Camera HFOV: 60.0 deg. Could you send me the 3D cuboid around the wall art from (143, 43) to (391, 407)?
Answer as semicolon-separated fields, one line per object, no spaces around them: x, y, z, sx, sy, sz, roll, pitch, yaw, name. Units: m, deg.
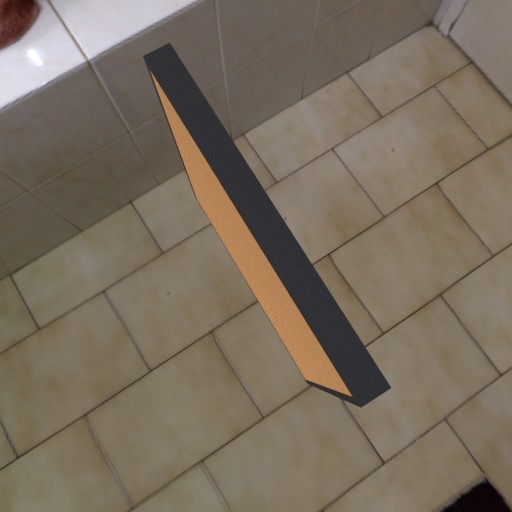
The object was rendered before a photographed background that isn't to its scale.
0.000;0.000;0.778;0.040;0.509;0.509;-30;79;-7;wall art
